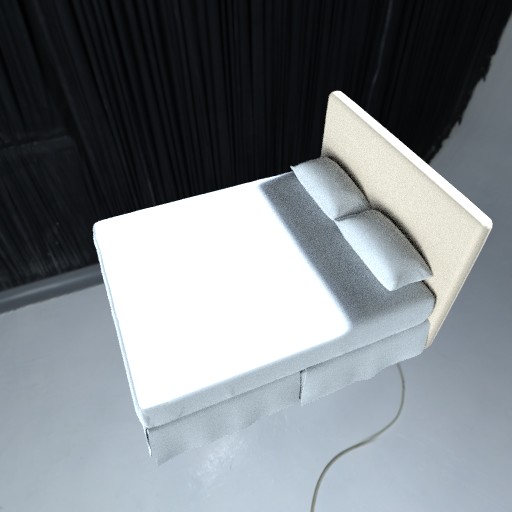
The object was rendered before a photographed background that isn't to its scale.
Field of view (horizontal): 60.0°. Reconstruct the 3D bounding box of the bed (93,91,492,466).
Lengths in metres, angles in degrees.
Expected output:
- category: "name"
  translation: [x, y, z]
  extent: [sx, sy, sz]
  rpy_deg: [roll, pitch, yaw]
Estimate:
- category: "bed"
  translation: [0.000, 0.000, 3.121]
  extent: [2.142, 1.330, 1.748]
  rpy_deg: [-17, 49, -15]
